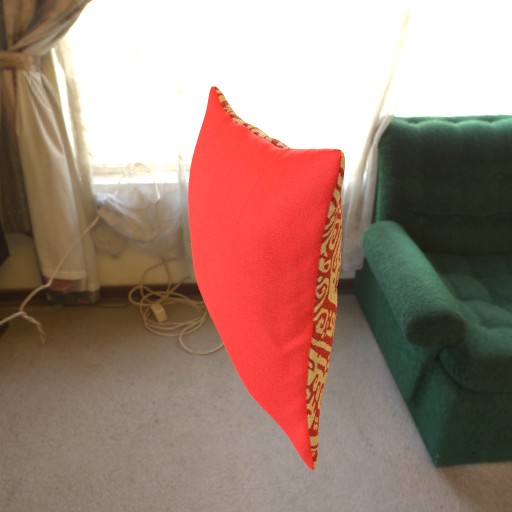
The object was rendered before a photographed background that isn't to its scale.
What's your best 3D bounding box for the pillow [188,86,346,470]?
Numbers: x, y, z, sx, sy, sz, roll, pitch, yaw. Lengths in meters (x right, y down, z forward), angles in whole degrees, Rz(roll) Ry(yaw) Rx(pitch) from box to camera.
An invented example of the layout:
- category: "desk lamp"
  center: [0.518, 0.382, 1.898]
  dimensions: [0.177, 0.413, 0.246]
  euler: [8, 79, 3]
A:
- category: "pillow"
  center: [0.000, 0.000, 0.787]
  dimensions: [0.192, 0.507, 0.522]
  euler: [-10, 30, -17]
